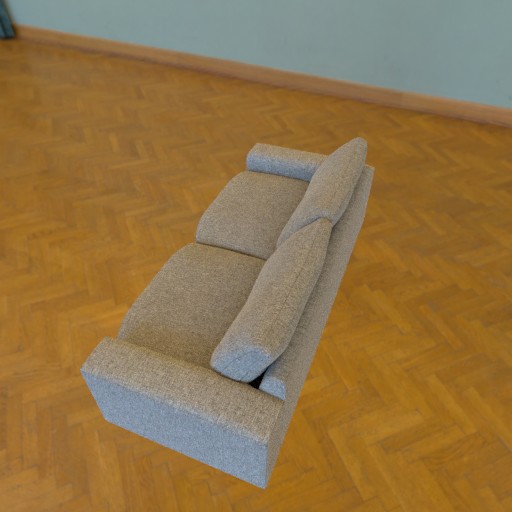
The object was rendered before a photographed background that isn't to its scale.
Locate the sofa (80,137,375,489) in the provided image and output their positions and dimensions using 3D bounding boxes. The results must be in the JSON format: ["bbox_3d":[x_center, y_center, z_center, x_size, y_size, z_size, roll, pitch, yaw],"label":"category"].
[{"bbox_3d":[0.000,0.000,2.840,1.040,0.922,2.299,16,47,16],"label":"sofa"}]
